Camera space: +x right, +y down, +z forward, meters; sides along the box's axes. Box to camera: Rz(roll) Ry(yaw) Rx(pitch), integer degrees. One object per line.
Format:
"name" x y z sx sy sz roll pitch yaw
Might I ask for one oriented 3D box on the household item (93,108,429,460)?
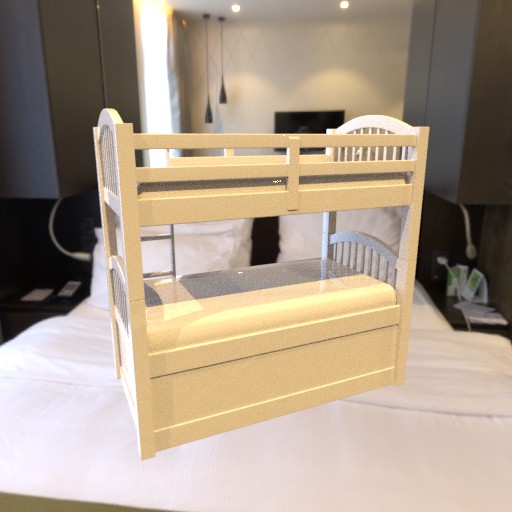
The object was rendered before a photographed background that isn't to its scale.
"household item" 0.000 0.000 3.296 2.032 2.032 1.143 -7 17 -24
